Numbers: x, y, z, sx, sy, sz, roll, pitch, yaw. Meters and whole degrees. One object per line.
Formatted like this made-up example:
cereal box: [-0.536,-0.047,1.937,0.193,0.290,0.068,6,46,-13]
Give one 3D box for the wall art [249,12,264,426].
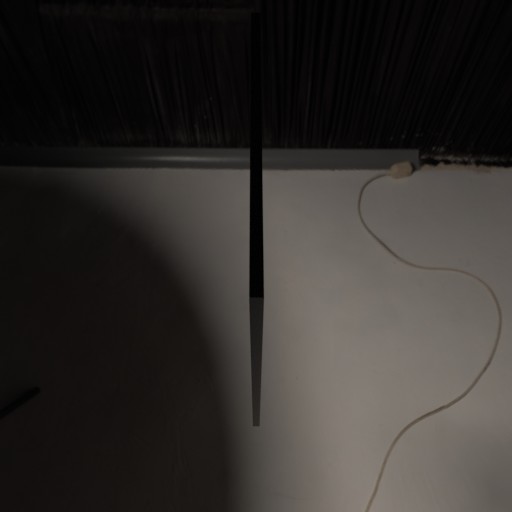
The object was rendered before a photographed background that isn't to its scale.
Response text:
wall art: [0.000,0.000,0.753,0.013,0.582,0.442,0,59,0]
